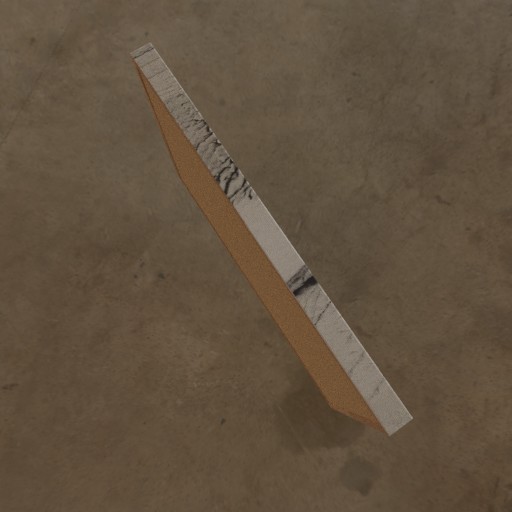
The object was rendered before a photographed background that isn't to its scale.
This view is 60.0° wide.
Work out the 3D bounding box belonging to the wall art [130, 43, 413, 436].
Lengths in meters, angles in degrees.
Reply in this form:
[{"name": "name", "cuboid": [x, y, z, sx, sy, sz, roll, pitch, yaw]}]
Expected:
[{"name": "wall art", "cuboid": [0.000, 0.000, 0.771, 0.035, 0.407, 0.613, -32, 78, -8]}]
